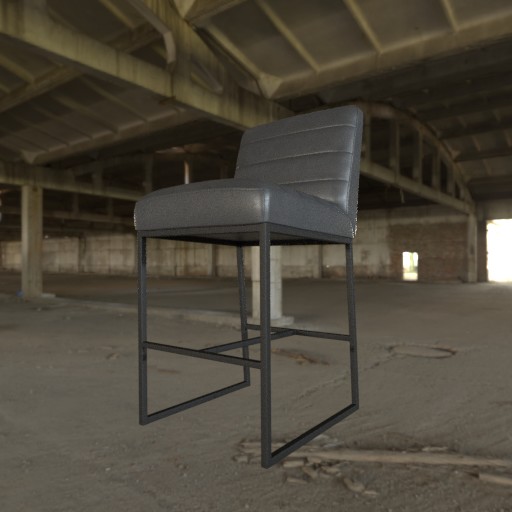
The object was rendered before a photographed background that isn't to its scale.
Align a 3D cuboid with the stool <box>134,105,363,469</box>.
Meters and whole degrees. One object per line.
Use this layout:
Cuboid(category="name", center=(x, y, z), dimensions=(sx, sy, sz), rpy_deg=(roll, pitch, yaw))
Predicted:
Cuboid(category="stool", center=(0.000, 0.000, 1.304), dimensions=(0.457, 0.938, 0.552), rpy_deg=(0, 0, 37))
